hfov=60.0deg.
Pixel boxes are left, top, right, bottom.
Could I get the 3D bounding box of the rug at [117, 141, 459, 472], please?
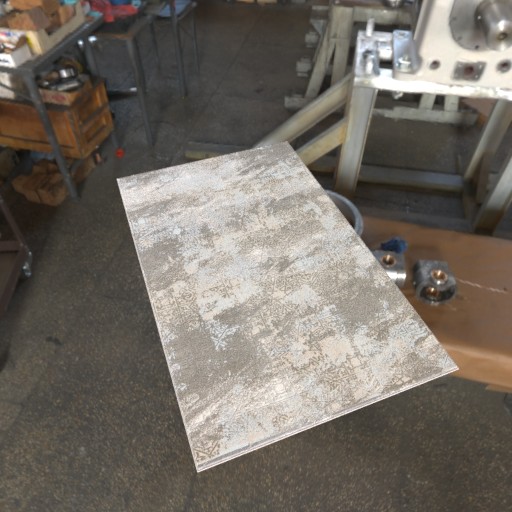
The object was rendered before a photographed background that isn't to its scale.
[{"bbox_3d":[0.000,0.000,3.088,1.536,0.012,2.431,-16,50,-14],"label":"rug"}]
